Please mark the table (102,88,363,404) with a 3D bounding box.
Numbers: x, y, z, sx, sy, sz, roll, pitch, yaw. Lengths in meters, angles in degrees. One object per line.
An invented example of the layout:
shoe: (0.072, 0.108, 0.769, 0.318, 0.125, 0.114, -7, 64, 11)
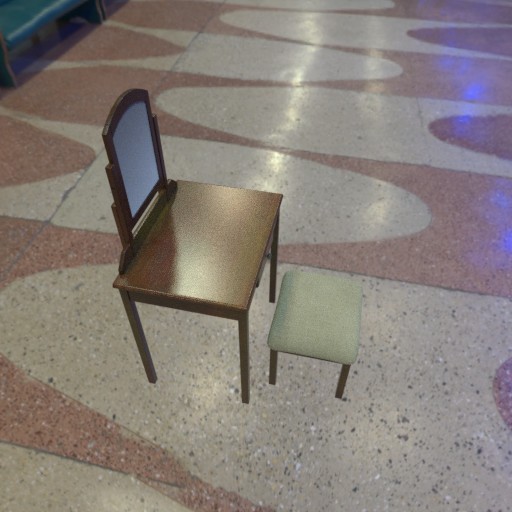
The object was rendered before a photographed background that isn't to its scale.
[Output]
table: (0.000, 0.000, 2.329, 1.211, 1.631, 0.876, 9, 45, 9)
